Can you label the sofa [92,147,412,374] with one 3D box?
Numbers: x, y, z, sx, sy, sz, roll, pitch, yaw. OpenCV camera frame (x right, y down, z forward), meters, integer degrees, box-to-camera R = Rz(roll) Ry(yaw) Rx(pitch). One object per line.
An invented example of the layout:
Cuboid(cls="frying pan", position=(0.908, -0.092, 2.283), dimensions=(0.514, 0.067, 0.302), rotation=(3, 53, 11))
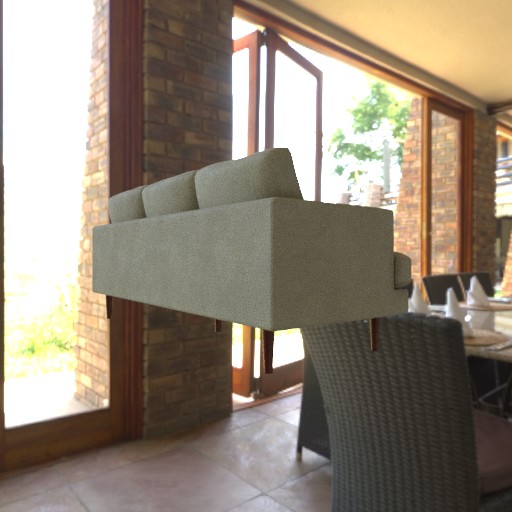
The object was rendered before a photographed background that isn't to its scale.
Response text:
Cuboid(cls="sofa", position=(0.000, 0.000, 2.995), dimensions=(1.504, 0.956, 2.233), rotation=(0, 0, -37))
